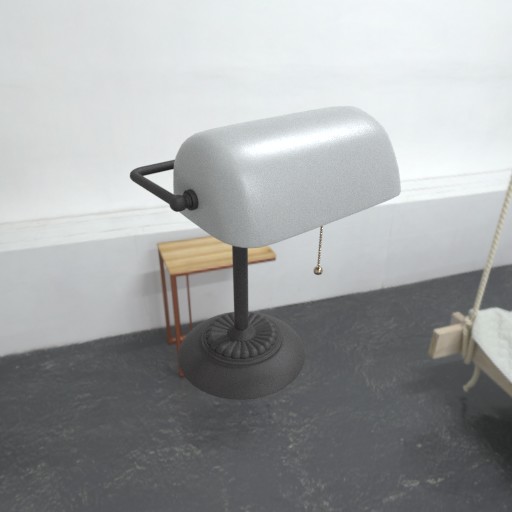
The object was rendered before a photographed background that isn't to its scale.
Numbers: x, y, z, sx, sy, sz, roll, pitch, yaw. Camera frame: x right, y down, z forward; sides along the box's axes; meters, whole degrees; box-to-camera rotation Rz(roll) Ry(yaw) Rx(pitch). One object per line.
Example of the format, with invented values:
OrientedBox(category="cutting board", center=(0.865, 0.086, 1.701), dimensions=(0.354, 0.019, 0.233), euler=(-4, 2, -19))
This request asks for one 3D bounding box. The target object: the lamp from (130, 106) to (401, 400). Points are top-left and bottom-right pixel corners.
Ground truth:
OrientedBox(category="lamp", center=(0.000, 0.000, 0.524), dimensions=(0.264, 0.339, 0.243), euler=(-21, 36, -33))
